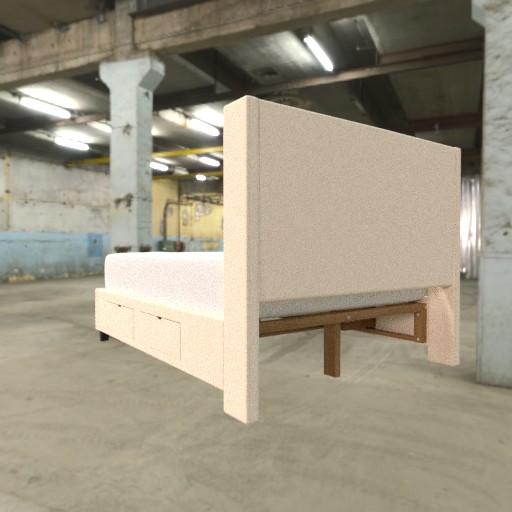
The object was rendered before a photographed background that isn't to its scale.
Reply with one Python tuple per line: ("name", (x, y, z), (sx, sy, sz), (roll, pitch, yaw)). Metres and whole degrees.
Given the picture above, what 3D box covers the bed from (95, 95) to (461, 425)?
("bed", (0.000, 0.000, 3.395), (1.765, 1.471, 2.280), (-1, 1, -36))
